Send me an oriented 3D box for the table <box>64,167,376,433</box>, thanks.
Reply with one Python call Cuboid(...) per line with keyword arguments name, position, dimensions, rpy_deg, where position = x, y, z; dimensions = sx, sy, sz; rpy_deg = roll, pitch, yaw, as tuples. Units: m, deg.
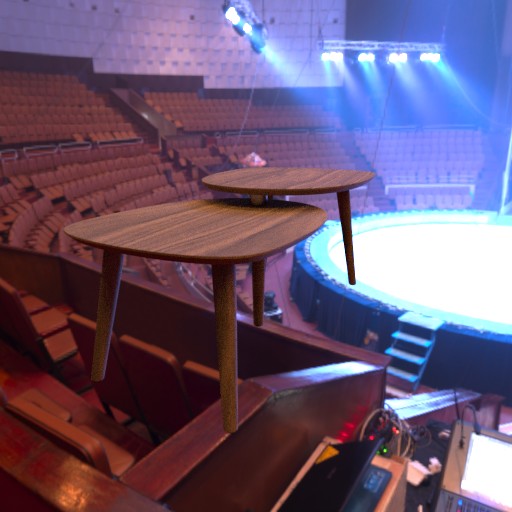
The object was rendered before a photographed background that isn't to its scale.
Cuboid(name="table", position=(0.000, 0.000, 1.319), dimensions=(0.527, 0.429, 1.084), rpy_deg=(8, 18, 25))
